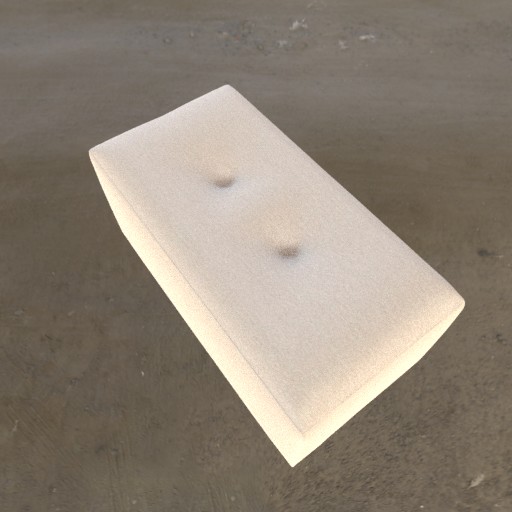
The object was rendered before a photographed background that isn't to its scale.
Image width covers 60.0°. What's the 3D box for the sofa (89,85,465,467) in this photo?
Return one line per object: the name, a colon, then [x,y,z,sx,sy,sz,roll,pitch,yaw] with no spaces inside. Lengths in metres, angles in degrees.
sofa: [0.000,0.000,1.220,0.480,0.470,0.930,-32,64,-18]
